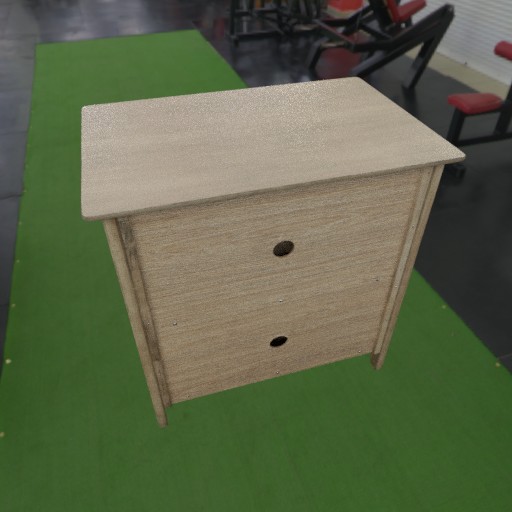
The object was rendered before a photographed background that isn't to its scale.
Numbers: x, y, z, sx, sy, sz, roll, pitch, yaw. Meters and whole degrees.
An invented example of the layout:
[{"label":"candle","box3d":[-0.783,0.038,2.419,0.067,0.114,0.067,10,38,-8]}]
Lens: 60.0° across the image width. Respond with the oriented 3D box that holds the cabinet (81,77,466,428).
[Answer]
[{"label":"cabinet","box3d":[0.000,0.000,1.256,0.763,0.762,0.503,-11,42,-13]}]
